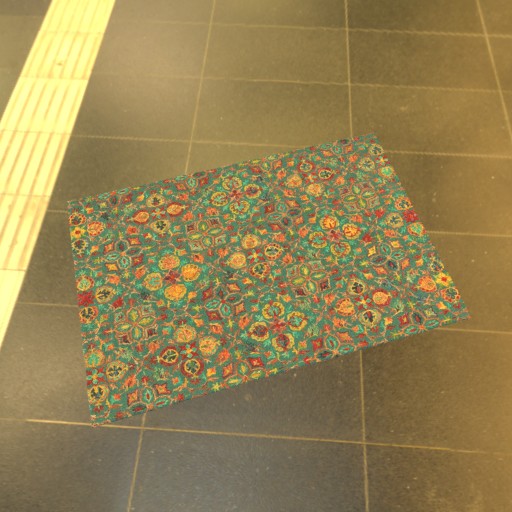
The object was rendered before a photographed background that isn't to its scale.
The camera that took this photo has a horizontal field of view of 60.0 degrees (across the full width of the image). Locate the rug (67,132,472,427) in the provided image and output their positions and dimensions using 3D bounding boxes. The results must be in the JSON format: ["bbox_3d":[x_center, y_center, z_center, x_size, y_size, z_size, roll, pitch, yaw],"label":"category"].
[{"bbox_3d":[0.000,0.000,2.877,2.290,0.016,1.527,-14,64,-7],"label":"rug"}]
